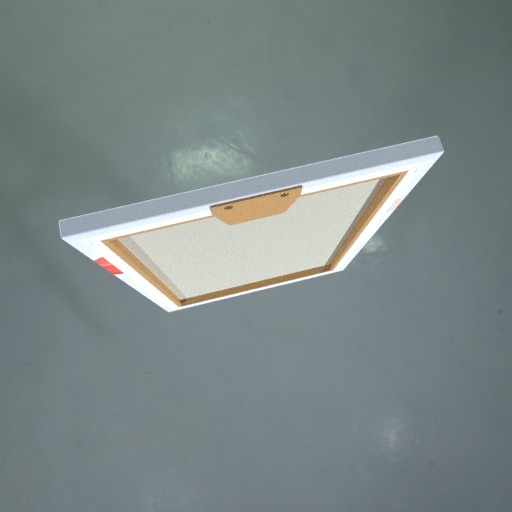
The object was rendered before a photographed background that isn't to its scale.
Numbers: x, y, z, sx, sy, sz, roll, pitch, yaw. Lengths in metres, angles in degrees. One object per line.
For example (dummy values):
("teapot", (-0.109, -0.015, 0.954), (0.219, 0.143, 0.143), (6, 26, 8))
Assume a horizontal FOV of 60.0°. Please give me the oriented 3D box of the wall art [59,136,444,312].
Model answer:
("wall art", (0.000, 0.000, 1.099), (0.613, 0.848, 0.036), (-13, 76, -3))
